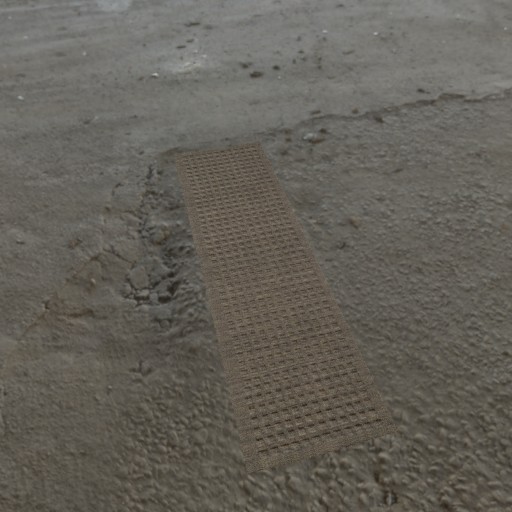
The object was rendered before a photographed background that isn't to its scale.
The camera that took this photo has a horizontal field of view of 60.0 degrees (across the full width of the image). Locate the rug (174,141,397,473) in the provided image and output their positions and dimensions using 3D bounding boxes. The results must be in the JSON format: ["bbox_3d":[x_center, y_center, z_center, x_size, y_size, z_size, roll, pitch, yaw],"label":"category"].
[{"bbox_3d":[0.000,0.000,2.753,0.706,0.009,2.443,-11,48,-10],"label":"rug"}]
